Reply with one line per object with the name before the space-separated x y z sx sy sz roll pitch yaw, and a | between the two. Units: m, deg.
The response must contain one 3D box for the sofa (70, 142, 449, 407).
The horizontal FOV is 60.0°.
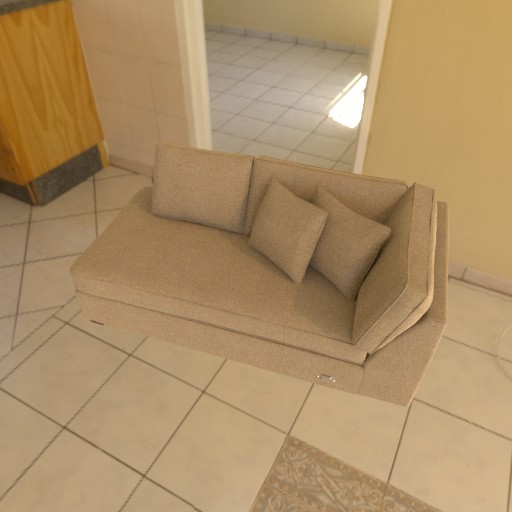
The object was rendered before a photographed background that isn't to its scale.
sofa | 0.000 0.000 2.904 2.238 1.019 1.110 12 43 14
